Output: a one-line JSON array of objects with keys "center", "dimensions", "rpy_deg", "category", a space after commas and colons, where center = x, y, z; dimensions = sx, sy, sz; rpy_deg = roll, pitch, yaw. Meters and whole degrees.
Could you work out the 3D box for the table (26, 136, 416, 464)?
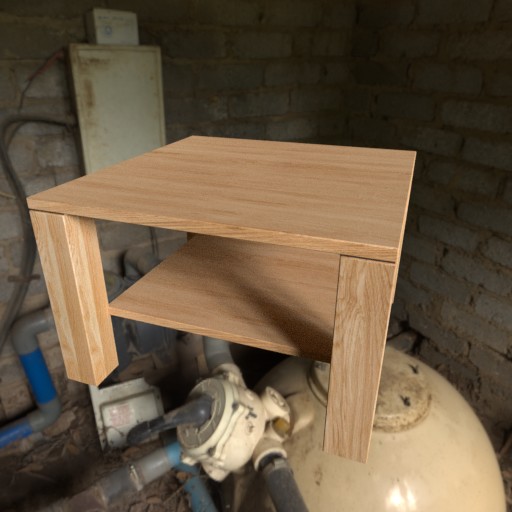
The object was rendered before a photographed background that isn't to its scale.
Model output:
[{"center": [0.000, 0.000, 1.148], "dimensions": [0.700, 0.450, 0.700], "rpy_deg": [9, 27, 18], "category": "table"}]
